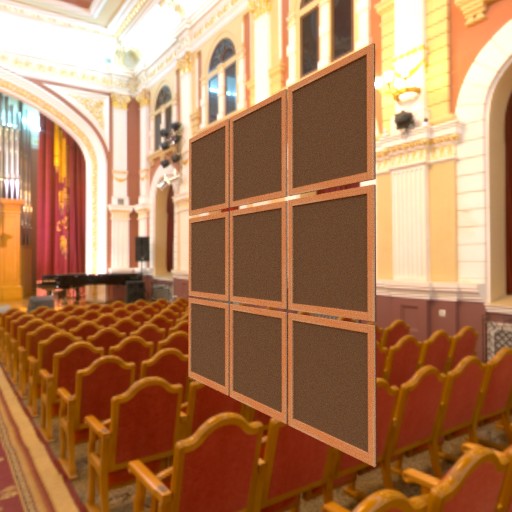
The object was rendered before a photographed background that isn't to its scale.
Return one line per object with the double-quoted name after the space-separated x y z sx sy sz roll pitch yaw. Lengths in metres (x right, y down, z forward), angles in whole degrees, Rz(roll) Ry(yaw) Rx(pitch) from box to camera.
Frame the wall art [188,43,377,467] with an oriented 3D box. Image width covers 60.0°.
0.000 0.000 2.223 0.013 1.525 1.520 1 -1 -34 "wall art"
